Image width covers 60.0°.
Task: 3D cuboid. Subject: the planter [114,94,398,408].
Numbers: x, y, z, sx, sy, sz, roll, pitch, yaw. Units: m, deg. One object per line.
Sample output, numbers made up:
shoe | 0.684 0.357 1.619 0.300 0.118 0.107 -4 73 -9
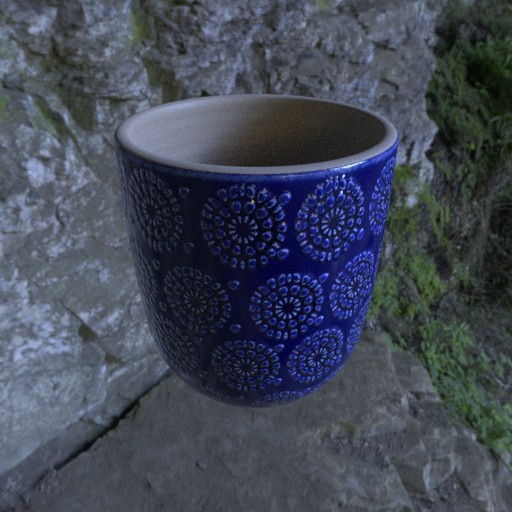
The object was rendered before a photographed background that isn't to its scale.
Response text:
planter | 0.000 0.000 0.345 0.184 0.206 0.184 0 31 0
